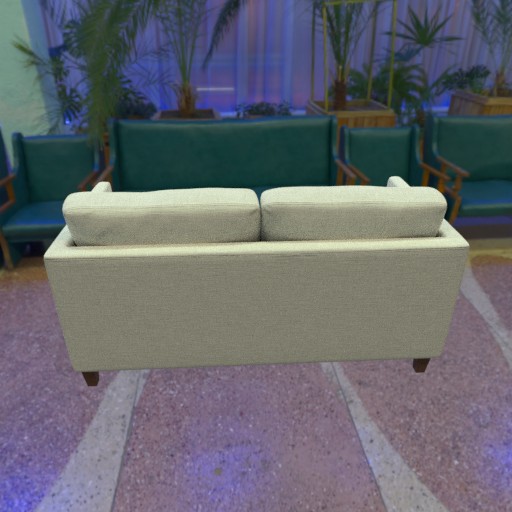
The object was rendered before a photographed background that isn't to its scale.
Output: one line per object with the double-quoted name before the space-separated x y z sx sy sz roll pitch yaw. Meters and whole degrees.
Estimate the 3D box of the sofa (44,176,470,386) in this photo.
"sofa" 0.000 0.000 2.409 1.838 0.963 0.950 -2 29 -3
